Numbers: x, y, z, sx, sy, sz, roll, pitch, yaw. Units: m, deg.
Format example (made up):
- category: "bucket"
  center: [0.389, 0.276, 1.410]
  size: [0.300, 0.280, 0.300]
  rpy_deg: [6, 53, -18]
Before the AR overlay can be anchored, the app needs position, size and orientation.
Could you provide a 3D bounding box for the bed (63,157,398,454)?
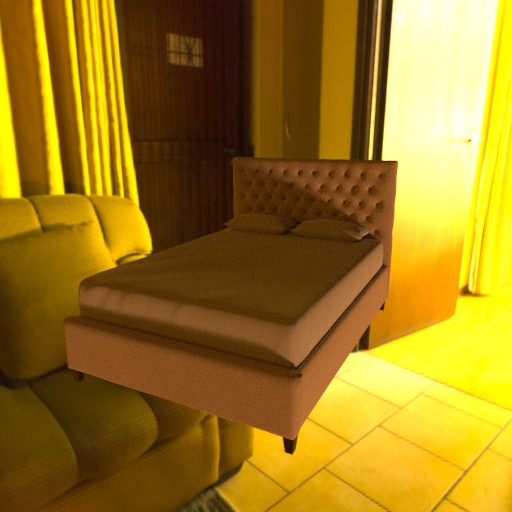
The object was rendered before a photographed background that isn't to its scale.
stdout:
- category: "bed"
  center: [0.000, 0.000, 3.510]
  size: [1.698, 1.427, 2.387]
  rpy_deg: [7, 17, 26]
